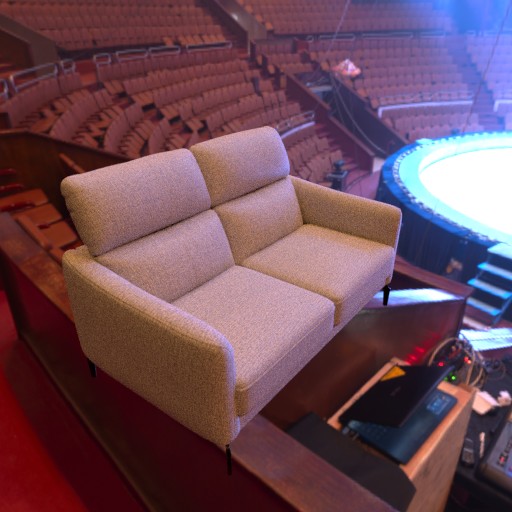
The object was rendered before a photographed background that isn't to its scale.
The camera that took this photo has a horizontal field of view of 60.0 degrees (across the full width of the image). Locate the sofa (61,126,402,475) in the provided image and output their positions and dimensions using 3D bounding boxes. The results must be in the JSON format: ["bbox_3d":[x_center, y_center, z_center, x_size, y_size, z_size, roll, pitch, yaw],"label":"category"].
[{"bbox_3d":[0.000,0.000,2.112,0.905,0.950,1.540,19,33,33],"label":"sofa"}]
